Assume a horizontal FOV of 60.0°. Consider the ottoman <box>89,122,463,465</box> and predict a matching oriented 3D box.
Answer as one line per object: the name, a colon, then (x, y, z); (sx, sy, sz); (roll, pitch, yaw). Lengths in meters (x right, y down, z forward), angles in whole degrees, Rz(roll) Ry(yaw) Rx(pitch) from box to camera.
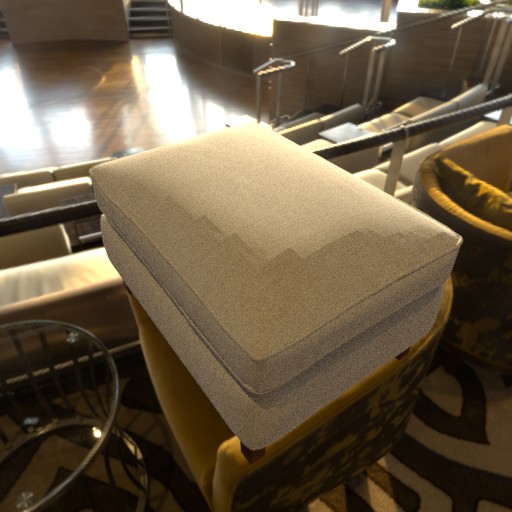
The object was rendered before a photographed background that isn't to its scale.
ottoman: (0.000, 0.000, 0.967); (0.501, 0.406, 0.665); (-24, 45, -27)
